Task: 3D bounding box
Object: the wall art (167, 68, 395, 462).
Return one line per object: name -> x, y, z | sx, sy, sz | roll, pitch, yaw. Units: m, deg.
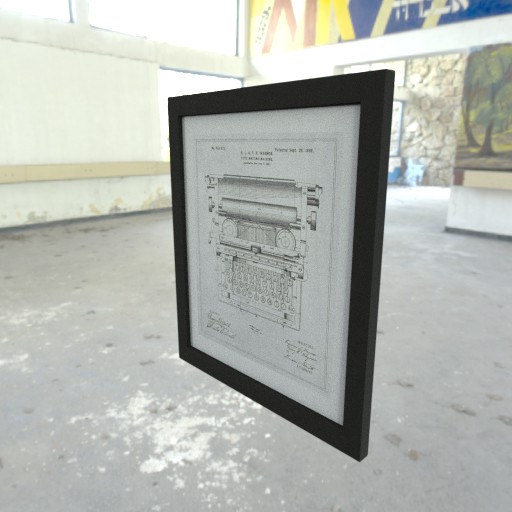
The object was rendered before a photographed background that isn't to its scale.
wall art -> 0.000, 0.000, 0.707 | 0.021, 0.508, 0.432 | -13, 19, -43
